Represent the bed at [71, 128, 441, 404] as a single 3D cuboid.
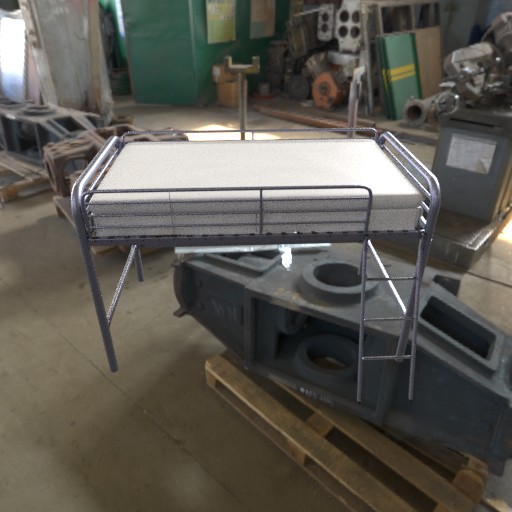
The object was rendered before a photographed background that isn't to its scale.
[{"bbox_3d":[0.000,0.000,2.936,1.965,1.288,1.415,-1,32,-2],"label":"bed"}]
